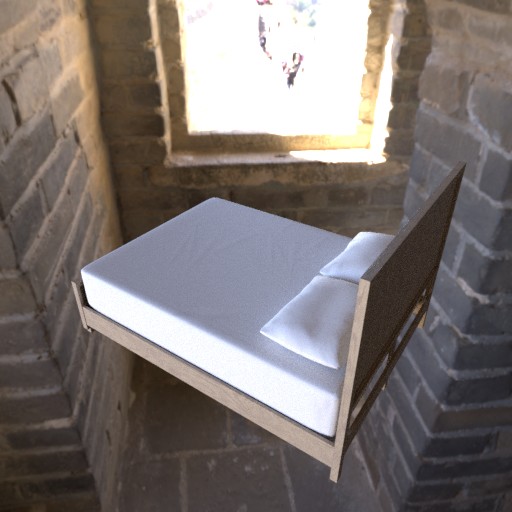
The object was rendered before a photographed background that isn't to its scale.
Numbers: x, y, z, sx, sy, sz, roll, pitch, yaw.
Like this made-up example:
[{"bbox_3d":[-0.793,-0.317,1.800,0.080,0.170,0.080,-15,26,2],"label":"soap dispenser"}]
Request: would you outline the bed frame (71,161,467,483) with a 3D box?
[{"bbox_3d":[0.000,0.000,3.183,2.189,1.369,1.606,20,37,29],"label":"bed frame"}]
